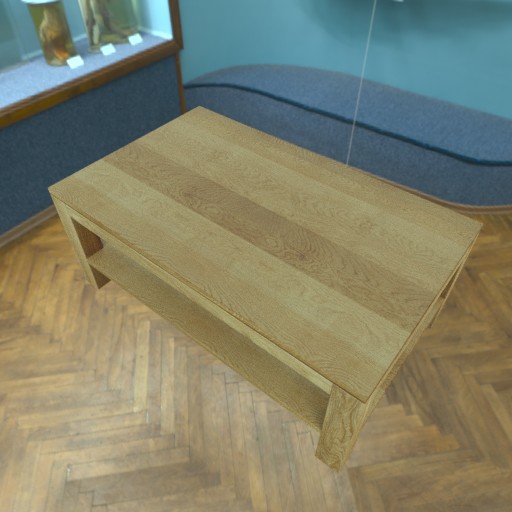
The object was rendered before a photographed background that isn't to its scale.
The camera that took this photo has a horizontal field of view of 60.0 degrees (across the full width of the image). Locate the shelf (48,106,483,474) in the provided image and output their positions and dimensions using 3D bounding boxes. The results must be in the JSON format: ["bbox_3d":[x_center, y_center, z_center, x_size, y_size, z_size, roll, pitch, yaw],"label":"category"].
[{"bbox_3d":[0.000,0.000,1.520,1.150,0.450,0.700,30,53,26],"label":"shelf"}]
